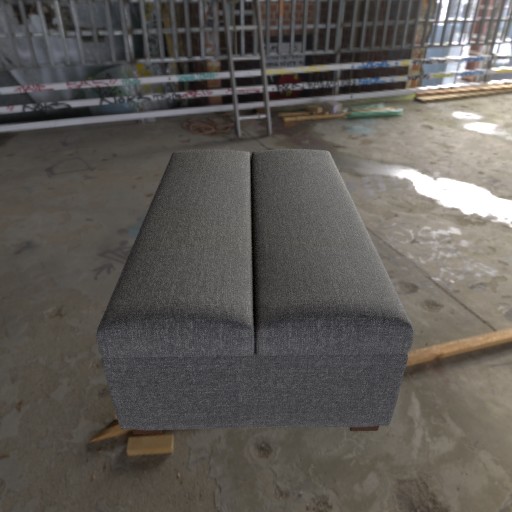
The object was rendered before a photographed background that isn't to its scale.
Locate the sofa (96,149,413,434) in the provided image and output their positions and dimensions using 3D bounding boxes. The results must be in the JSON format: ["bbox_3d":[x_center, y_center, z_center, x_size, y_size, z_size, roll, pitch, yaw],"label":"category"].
[{"bbox_3d":[0.000,0.000,1.602,0.782,0.417,1.198,-1,32,-1],"label":"sofa"}]
